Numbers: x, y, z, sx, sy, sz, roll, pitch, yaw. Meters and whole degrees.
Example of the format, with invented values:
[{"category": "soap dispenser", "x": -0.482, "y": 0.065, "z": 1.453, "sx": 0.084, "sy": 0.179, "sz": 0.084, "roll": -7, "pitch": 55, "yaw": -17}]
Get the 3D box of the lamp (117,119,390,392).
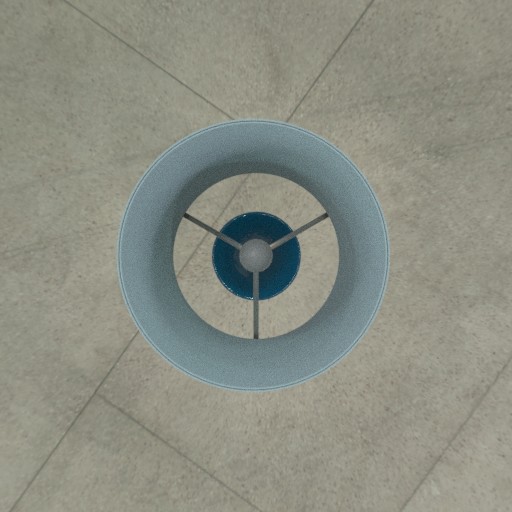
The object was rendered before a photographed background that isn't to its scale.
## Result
[{"category": "lamp", "x": 0.000, "y": 0.000, "z": 0.500, "sx": 0.193, "sy": 0.377, "sz": 0.193, "roll": 0, "pitch": 90, "yaw": 1}]
